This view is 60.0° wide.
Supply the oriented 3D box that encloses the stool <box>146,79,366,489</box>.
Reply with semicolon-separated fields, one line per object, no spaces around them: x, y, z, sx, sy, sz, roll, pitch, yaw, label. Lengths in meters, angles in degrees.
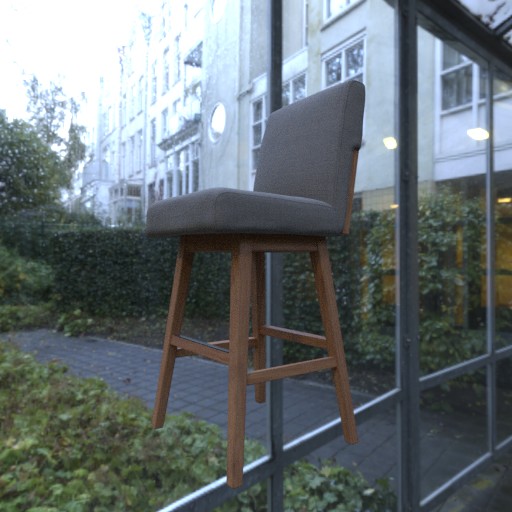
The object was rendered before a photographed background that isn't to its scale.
0.000;0.000;1.393;0.570;1.112;0.483;0;0;-36;stool
